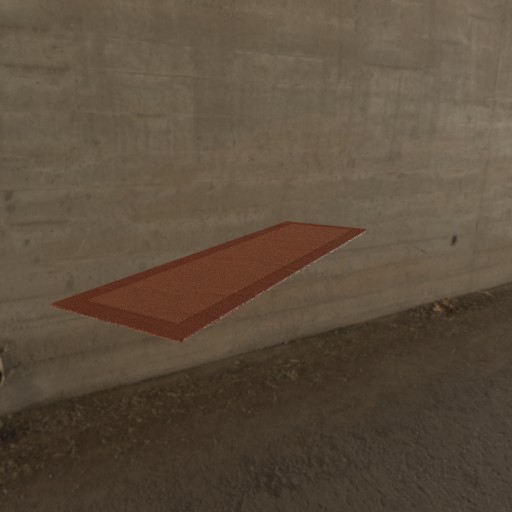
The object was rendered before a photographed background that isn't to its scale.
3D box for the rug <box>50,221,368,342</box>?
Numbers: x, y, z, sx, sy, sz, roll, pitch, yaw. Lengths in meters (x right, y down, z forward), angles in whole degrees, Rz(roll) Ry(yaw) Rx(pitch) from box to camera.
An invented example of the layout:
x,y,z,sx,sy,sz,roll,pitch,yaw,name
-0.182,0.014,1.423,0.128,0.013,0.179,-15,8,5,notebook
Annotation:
x,y,z,sx,sy,sz,roll,pitch,yaw,name
0.000,0.000,2.829,0.914,0.013,2.471,7,16,25,rug
